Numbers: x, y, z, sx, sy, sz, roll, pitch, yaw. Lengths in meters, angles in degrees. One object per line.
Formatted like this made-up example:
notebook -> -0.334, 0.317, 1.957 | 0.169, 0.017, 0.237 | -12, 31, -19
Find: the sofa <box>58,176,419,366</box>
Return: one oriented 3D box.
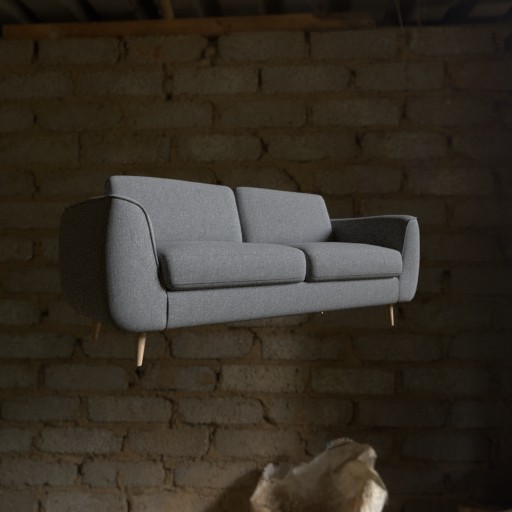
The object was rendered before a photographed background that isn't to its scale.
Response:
sofa -> 0.000, 0.000, 2.541 | 2.000, 0.870, 0.920 | -1, 1, -36
